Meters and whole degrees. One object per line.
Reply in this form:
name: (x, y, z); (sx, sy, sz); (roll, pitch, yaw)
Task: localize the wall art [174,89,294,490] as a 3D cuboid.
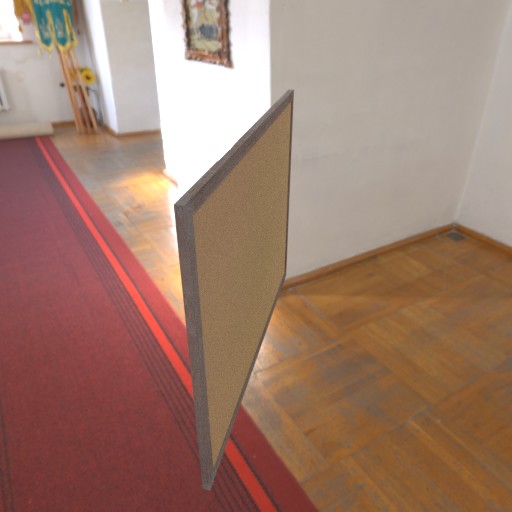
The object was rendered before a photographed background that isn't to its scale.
wall art: (0.000, 0.000, 1.331); (0.019, 0.774, 1.012); (7, 32, 12)
